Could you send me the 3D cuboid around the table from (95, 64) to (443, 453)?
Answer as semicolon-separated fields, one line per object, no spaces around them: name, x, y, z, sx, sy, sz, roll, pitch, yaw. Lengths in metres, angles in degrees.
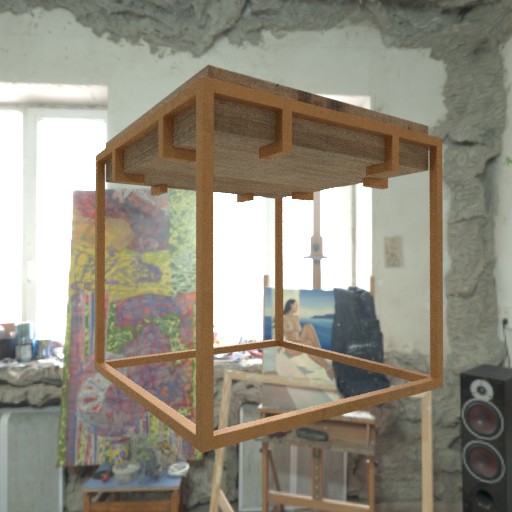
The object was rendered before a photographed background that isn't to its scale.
table;0.000;0.000;1.066;0.599;0.584;0.599;0;-1;-34
